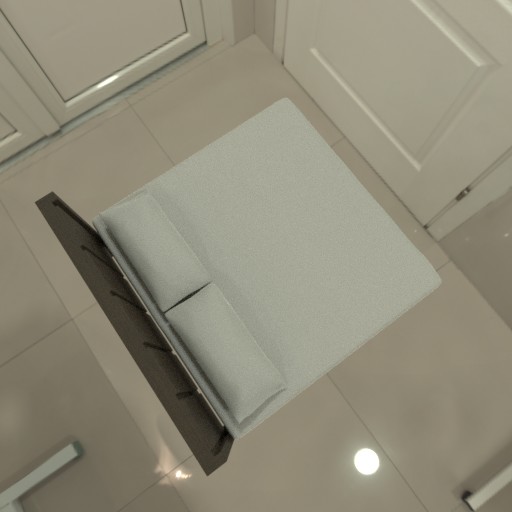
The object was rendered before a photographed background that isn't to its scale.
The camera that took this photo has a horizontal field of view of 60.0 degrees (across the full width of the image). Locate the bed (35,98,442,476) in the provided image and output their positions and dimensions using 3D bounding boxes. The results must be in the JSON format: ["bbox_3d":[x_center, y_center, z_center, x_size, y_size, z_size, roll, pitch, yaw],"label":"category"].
[{"bbox_3d":[0.000,0.000,3.615,2.238,1.261,2.143,-35,77,-9],"label":"bed"}]
